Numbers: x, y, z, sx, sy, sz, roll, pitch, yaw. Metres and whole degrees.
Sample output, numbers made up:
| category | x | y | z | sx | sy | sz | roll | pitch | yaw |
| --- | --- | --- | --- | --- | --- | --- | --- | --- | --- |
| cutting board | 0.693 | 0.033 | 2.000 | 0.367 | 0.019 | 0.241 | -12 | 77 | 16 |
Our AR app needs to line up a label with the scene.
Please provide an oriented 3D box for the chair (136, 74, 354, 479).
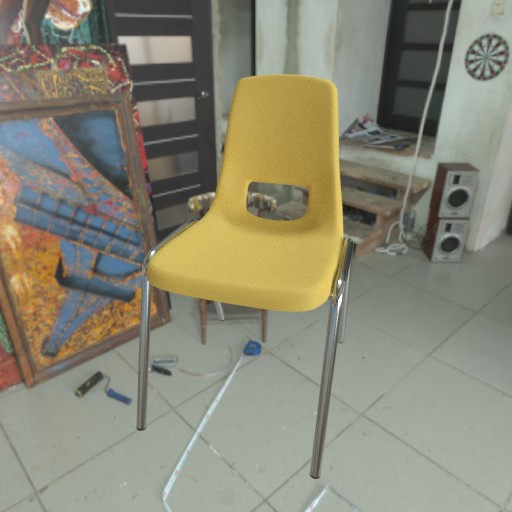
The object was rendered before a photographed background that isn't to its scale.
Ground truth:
| category | x | y | z | sx | sy | sz | roll | pitch | yaw |
| --- | --- | --- | --- | --- | --- | --- | --- | --- | --- |
| chair | 0.000 | 0.000 | 0.896 | 0.381 | 0.653 | 0.436 | 8 | 27 | 16 |
